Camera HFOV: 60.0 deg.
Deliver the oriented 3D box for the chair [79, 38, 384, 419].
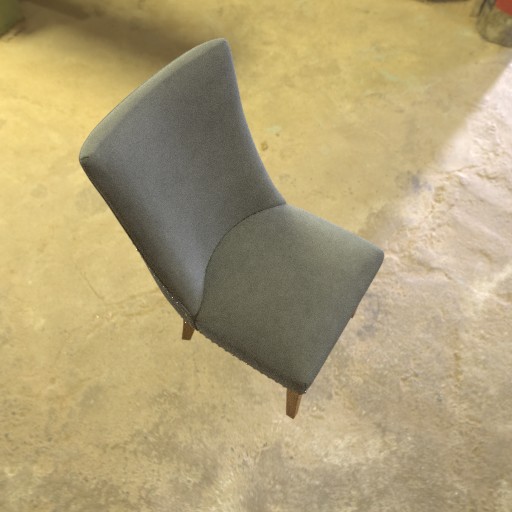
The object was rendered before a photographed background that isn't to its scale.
[{"bbox_3d":[0.000,0.000,1.245,0.610,0.902,0.495,29,62,17],"label":"chair"}]
